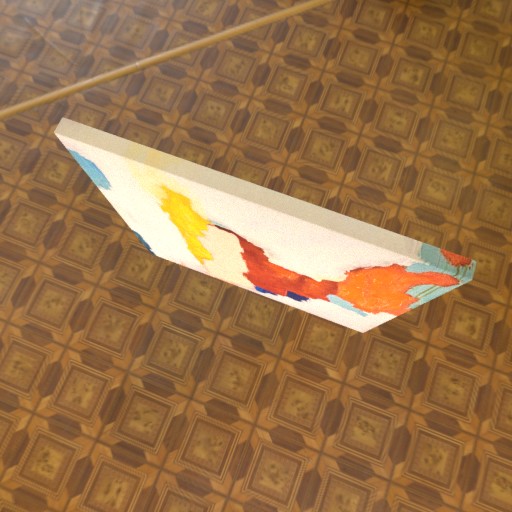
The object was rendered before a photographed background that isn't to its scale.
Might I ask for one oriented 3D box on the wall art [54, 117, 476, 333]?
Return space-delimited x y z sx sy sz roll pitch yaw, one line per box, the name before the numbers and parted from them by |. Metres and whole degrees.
wall art | 0.000 0.000 1.201 0.814 0.814 0.037 20 75 6
